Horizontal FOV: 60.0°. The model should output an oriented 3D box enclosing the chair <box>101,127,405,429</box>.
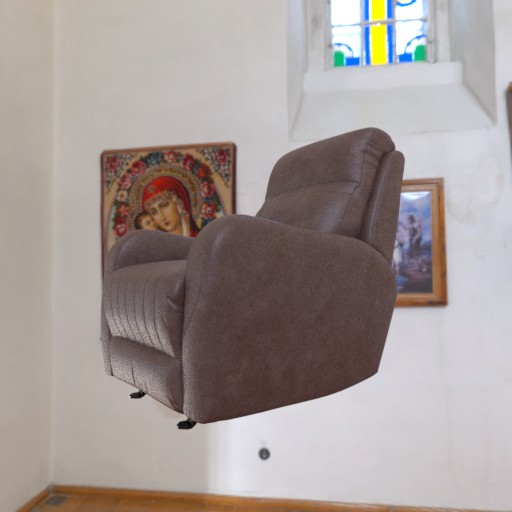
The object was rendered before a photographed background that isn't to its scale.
[{"bbox_3d":[0.000,0.000,1.794,1.067,1.067,0.865,1,-1,-37],"label":"chair"}]
